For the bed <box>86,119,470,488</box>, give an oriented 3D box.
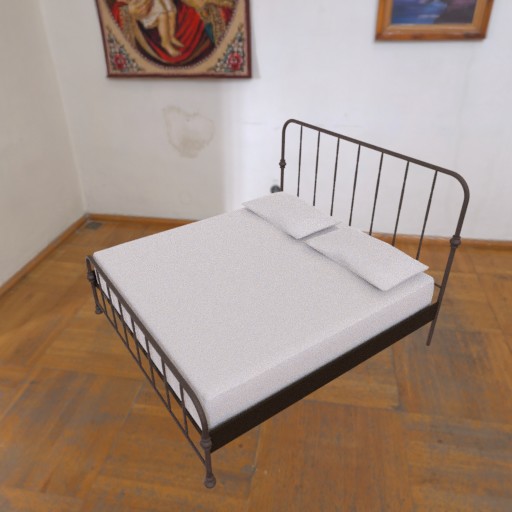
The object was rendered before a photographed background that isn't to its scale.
[{"bbox_3d":[0.000,0.000,3.434,2.134,1.446,2.044,-20,37,-30],"label":"bed"}]
